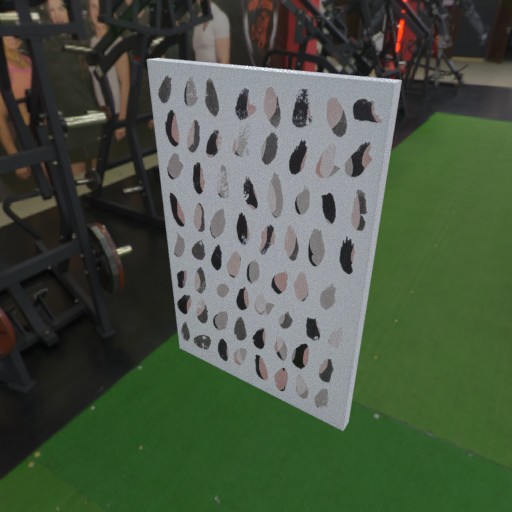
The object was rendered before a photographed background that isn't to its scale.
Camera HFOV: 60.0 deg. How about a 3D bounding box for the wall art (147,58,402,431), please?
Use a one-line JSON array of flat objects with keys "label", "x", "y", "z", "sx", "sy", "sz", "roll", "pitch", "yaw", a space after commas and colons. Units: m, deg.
[{"label": "wall art", "x": 0.000, "y": 0.000, "z": 1.164, "sx": 0.610, "sy": 0.916, "sz": 0.037, "roll": 19, "pitch": 35, "yaw": 29}]
